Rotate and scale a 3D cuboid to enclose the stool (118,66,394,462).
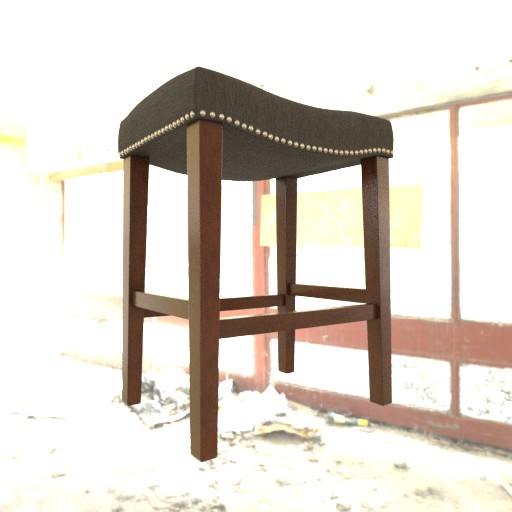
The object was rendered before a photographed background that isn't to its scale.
[{"bbox_3d":[0.000,0.000,0.985,0.504,0.654,0.372,0,0,-36],"label":"stool"}]
